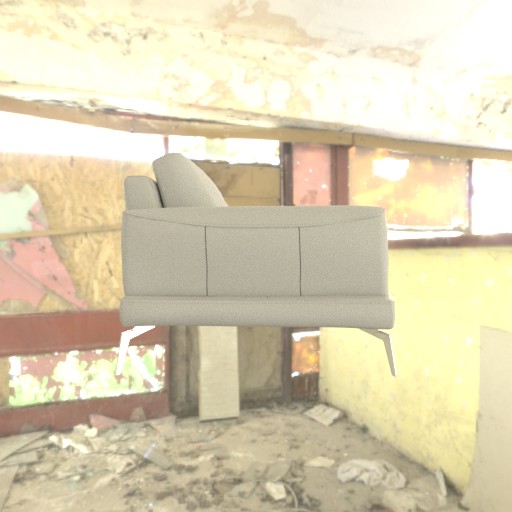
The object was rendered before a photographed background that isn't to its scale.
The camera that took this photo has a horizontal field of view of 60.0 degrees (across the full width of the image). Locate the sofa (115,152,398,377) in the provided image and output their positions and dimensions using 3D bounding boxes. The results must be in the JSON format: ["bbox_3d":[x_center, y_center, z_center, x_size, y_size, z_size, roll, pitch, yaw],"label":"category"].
[{"bbox_3d":[0.000,0.000,2.770,1.121,0.930,2.177,0,0,0],"label":"sofa"}]
